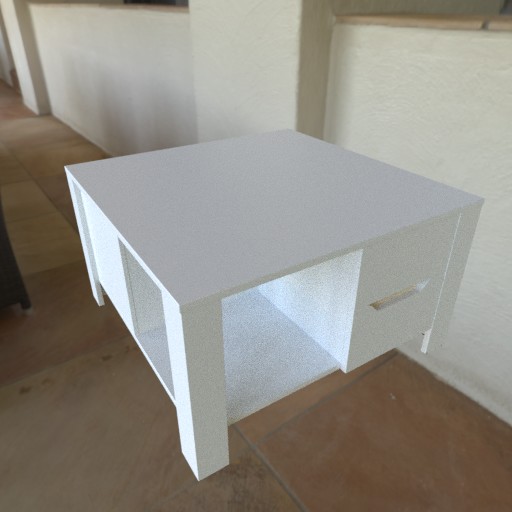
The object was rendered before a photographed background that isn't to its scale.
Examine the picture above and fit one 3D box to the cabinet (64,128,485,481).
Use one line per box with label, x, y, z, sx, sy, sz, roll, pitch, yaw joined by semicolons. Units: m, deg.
cabinet;0.000;0.000;1.287;0.800;0.460;0.800;-18;34;-28
